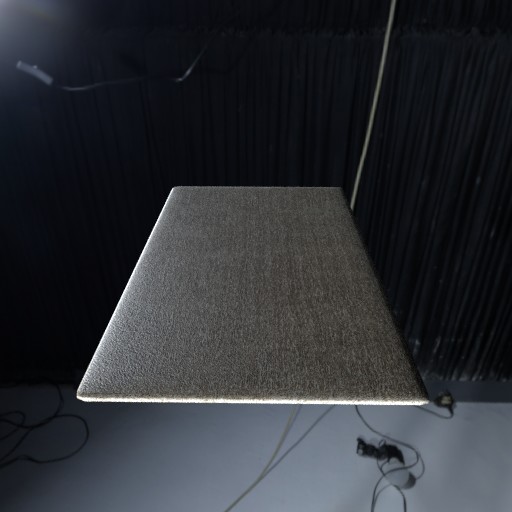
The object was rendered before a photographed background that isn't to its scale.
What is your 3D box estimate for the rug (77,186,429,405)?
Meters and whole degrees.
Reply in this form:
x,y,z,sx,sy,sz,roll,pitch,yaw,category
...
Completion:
x,y,z,sx,sy,sz,roll,pitch,yaw,category
0.000,0.000,2.963,1.539,0.024,2.469,0,30,1,rug
